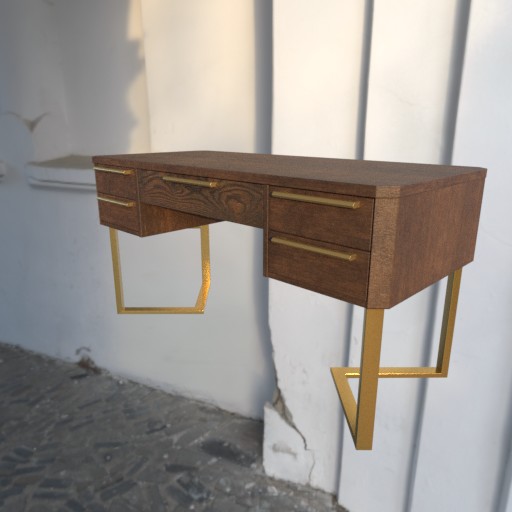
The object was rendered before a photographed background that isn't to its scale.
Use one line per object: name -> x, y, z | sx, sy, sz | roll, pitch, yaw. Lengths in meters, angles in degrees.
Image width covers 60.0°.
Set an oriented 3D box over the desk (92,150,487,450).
desk -> 0.000, 0.000, 1.815 | 1.479, 0.762, 0.684 | 16, 23, 42
